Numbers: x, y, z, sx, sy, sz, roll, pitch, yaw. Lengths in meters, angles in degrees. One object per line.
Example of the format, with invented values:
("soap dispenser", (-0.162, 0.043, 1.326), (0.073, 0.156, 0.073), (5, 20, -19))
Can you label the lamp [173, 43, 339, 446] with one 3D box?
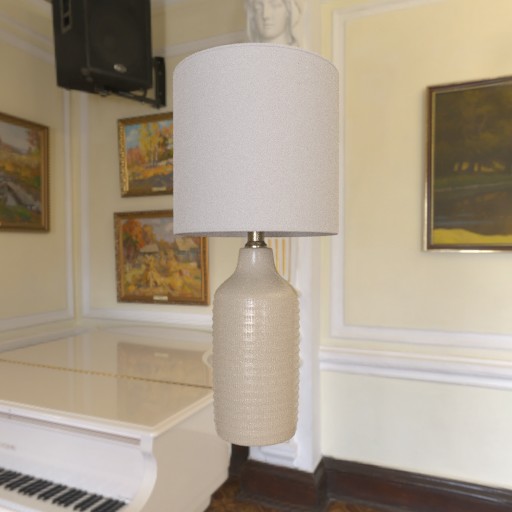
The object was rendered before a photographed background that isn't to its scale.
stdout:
("lamp", (0.000, 0.000, 0.603), (0.220, 0.475, 0.220), (0, 1, 35))
